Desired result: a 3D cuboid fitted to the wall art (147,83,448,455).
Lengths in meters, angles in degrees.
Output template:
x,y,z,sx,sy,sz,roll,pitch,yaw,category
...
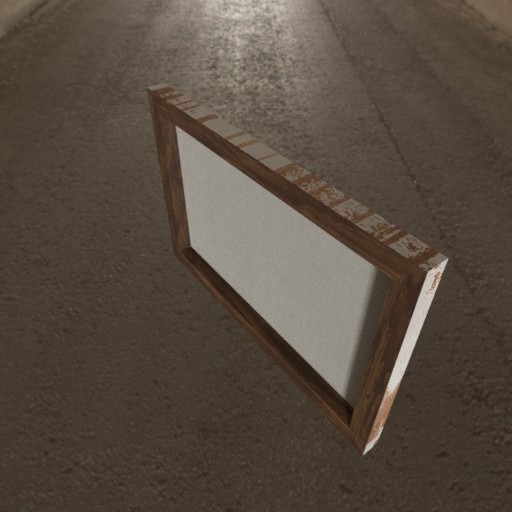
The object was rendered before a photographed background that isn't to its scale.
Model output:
x,y,z,sx,sy,sz,roll,pitch,yaw,category
0.000,0.000,0.763,0.035,0.405,0.609,-27,48,-27,wall art
